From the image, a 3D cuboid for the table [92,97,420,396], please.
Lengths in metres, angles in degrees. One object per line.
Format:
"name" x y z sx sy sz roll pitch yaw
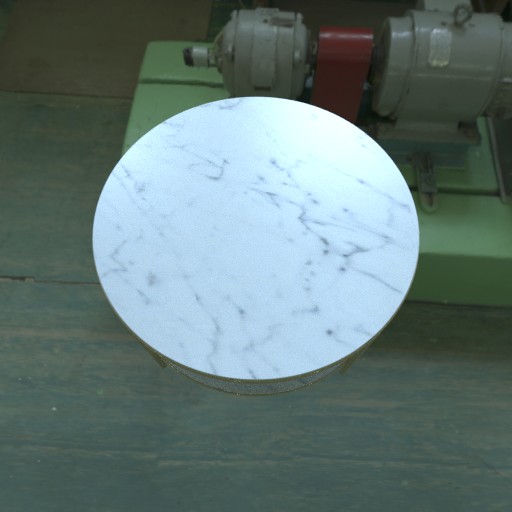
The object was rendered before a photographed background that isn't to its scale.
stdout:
"table" 0.000 0.000 1.292 0.800 0.450 0.800 0 64 0
